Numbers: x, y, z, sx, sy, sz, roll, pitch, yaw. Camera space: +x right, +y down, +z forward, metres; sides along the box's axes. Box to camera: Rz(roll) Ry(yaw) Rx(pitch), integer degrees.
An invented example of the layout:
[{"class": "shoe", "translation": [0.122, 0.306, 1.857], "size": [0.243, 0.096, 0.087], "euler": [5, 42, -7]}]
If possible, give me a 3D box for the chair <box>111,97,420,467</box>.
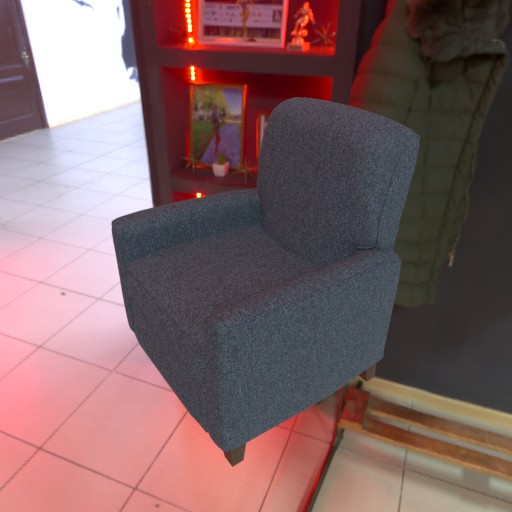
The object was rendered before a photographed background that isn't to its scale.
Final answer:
[{"class": "chair", "translation": [0.000, 0.000, 1.653], "size": [0.850, 1.016, 0.839], "euler": [-20, 35, -30]}]
